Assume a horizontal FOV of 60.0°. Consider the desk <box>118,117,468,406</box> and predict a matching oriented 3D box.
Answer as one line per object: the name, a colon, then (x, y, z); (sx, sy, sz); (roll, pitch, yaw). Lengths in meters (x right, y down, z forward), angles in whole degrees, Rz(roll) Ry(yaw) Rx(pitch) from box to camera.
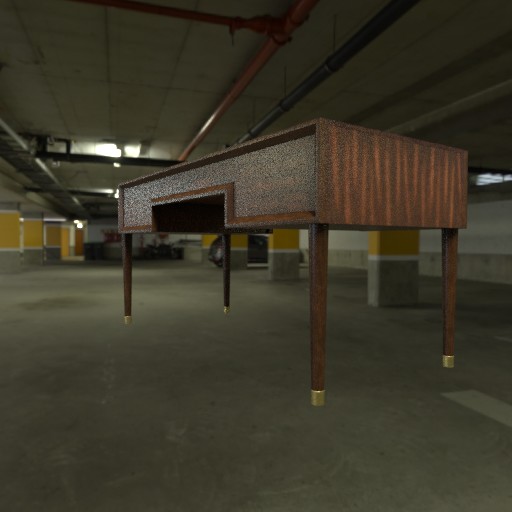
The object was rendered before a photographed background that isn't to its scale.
desk: (0.000, 0.000, 1.998); (0.724, 0.762, 1.575); (-1, 2, -36)
